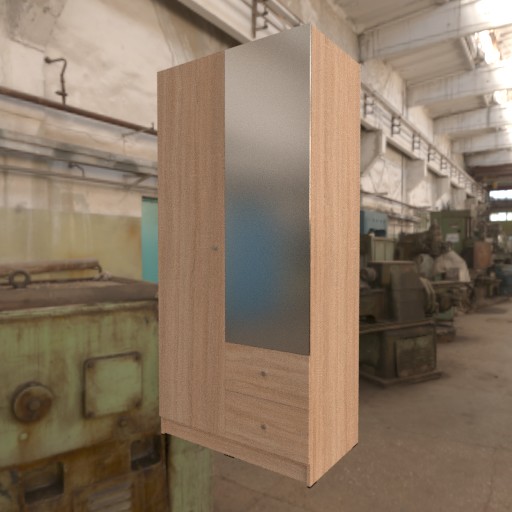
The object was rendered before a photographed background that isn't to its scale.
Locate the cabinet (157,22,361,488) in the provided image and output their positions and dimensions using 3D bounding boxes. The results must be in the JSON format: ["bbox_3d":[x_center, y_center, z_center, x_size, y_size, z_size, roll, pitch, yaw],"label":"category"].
[{"bbox_3d":[0.000,0.000,2.526,1.001,2.121,0.590,1,2,35],"label":"cabinet"}]
